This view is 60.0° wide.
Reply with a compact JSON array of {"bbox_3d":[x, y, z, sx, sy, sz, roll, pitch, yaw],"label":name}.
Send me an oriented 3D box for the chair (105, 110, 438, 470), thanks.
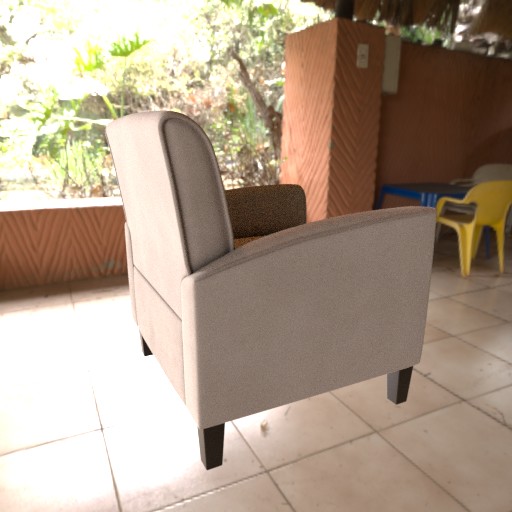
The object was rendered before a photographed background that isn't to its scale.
[{"bbox_3d":[0.000,0.000,1.519,0.820,0.915,0.820,-7,17,-26],"label":"chair"}]
